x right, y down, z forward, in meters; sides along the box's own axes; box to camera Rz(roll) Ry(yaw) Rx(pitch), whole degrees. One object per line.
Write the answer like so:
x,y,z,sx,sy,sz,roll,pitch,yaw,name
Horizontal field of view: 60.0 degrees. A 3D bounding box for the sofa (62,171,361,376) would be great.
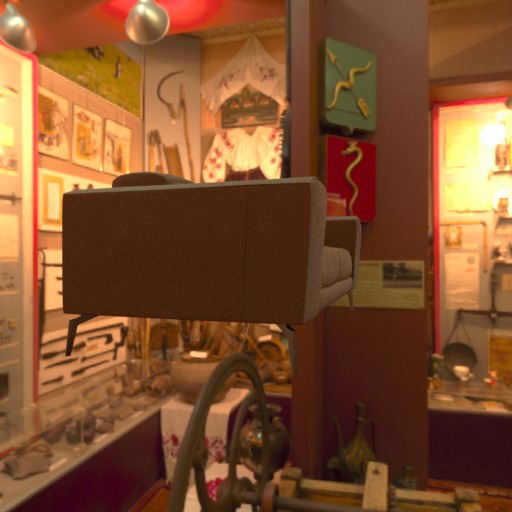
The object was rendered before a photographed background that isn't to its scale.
0.000,0.000,2.444,1.003,0.779,1.895,0,0,18,sofa
